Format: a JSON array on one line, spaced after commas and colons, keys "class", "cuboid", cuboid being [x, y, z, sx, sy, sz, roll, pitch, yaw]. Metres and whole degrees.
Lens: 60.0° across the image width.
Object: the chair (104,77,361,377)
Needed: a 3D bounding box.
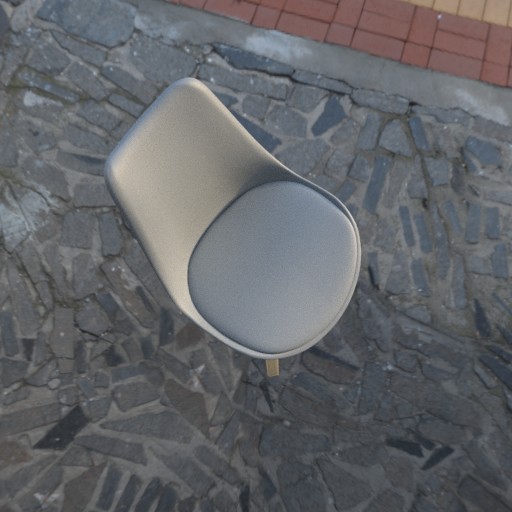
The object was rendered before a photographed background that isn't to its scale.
[{"class": "chair", "cuboid": [0.000, 0.000, 1.199, 0.549, 0.850, 0.485, 34, 77, 9]}]
